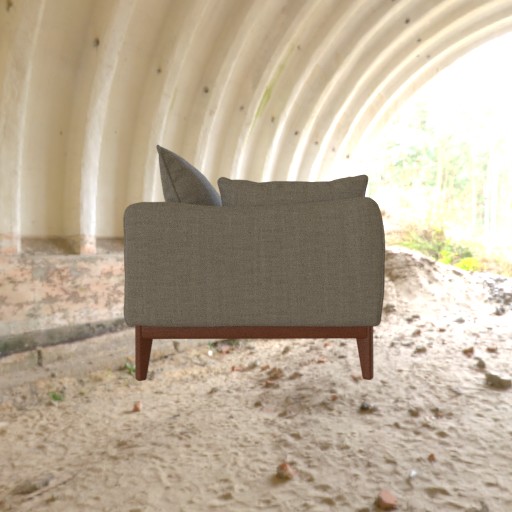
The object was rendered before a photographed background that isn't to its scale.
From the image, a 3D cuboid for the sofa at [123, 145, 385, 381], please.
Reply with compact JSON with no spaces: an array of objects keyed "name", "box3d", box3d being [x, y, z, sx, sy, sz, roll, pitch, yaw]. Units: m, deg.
[{"name":"sofa","box3d":[0.000,0.000,2.511,0.972,0.851,1.989,0,1,-1]}]
